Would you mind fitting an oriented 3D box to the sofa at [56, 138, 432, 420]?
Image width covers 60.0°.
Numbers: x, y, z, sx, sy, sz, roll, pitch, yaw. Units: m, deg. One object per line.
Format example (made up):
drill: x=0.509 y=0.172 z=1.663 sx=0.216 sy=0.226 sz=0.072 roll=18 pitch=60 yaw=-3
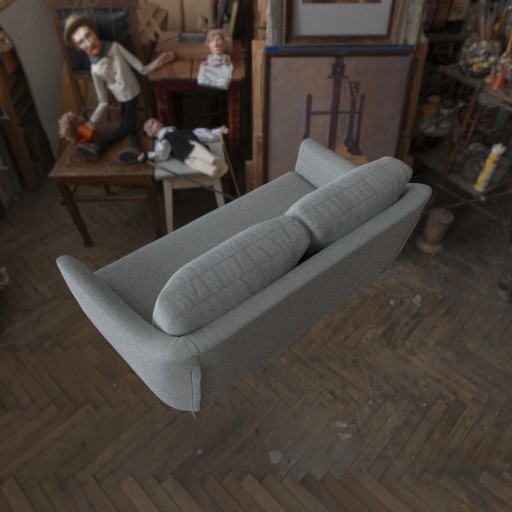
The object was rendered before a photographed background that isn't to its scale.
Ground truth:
sofa: x=0.000 y=0.000 z=2.232 sx=1.619 sy=0.904 sz=0.960 roll=-31 pitch=54 yaw=-26
